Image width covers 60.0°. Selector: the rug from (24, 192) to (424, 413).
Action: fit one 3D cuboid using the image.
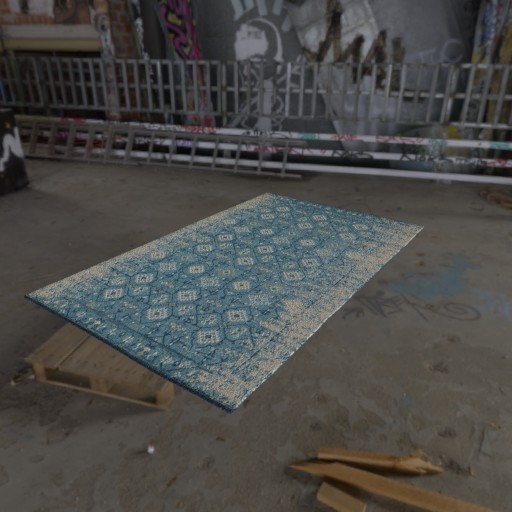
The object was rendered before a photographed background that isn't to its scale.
[{"bbox_3d":[0.000,0.000,3.014,1.530,0.015,2.449,17,30,32],"label":"rug"}]
